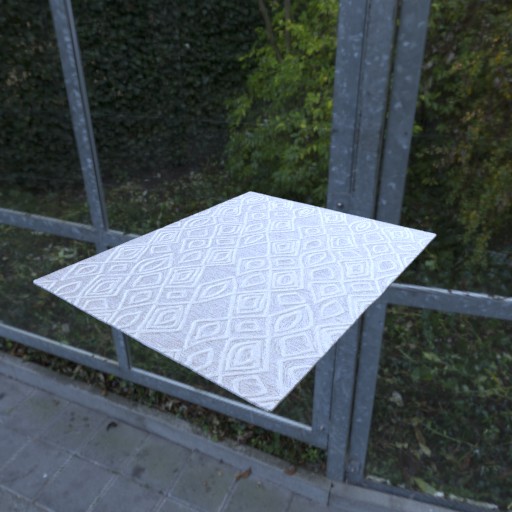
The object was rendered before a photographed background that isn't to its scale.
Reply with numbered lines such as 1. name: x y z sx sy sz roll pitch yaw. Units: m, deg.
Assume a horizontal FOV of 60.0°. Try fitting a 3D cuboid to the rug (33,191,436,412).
1. rug: 0.000 0.000 4.171 2.449 0.025 3.049 18 31 32
